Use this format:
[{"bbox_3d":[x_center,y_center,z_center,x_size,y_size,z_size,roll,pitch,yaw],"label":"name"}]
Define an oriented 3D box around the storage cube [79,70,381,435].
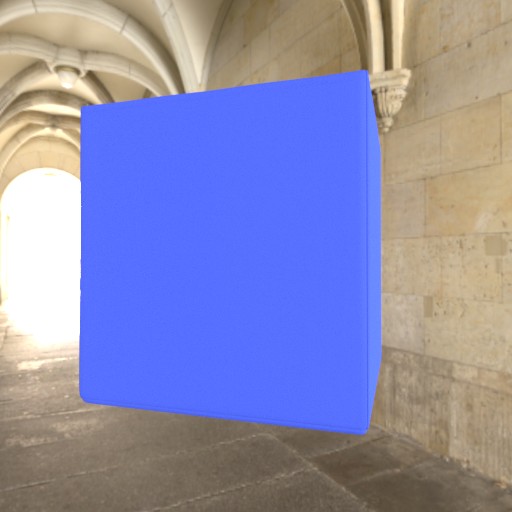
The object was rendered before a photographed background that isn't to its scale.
[{"bbox_3d":[0.000,0.000,0.502,0.270,0.280,0.270,0,-1,18],"label":"storage cube"}]
